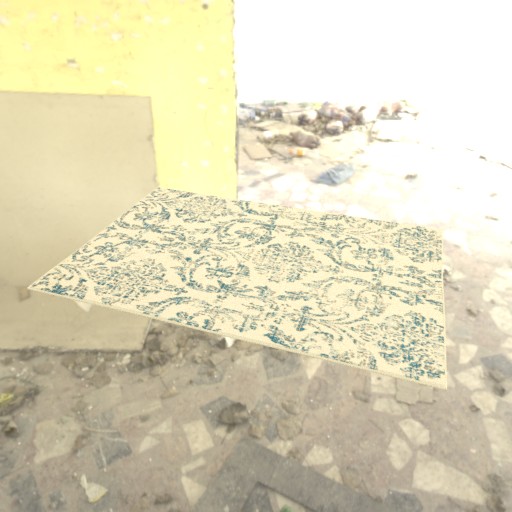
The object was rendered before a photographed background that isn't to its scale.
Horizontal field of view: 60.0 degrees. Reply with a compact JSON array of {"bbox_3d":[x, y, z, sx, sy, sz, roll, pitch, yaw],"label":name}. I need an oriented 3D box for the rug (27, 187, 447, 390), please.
[{"bbox_3d":[0.000,0.000,2.288,1.831,0.012,1.213,10,34,16],"label":"rug"}]
